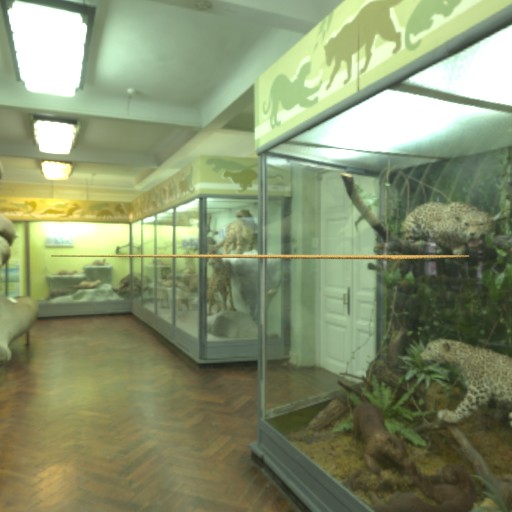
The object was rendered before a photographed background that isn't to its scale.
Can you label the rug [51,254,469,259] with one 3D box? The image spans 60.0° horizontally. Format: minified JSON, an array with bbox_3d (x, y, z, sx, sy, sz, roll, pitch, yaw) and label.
[{"bbox_3d":[0.000,0.000,2.201,1.747,0.006,1.143,0,0,36],"label":"rug"}]
